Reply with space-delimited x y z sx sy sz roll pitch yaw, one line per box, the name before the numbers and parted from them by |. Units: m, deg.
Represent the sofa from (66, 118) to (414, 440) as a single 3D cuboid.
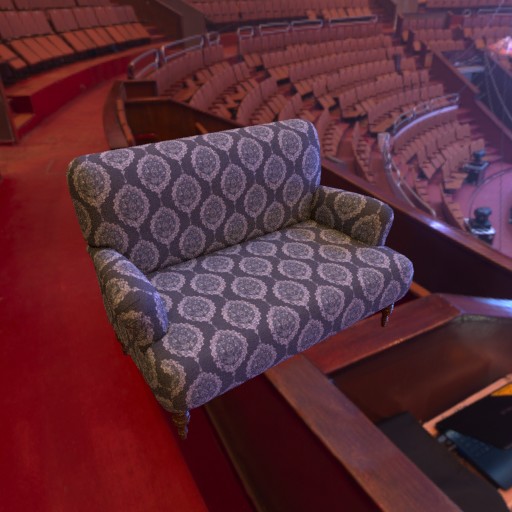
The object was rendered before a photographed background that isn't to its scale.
sofa | 0.000 0.000 1.863 1.297 0.867 0.779 -20 35 -31
